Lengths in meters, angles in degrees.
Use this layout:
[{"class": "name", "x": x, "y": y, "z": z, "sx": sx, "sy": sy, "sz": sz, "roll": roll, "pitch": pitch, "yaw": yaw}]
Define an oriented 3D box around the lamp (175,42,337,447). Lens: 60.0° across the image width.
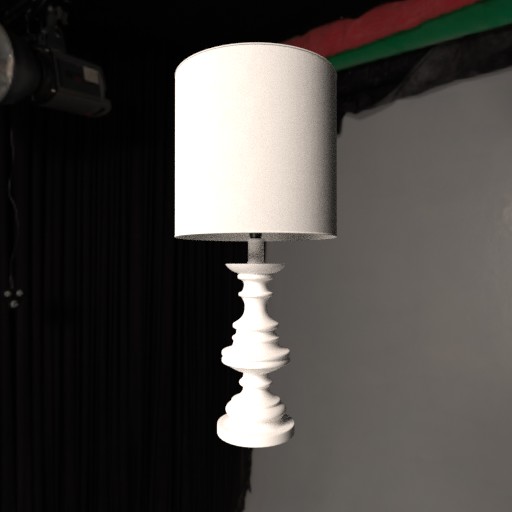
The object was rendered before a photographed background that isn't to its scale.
[{"class": "lamp", "x": 0.000, "y": 0.000, "z": 0.577, "sx": 0.208, "sy": 0.455, "sz": 0.208, "roll": 0, "pitch": -1, "yaw": 37}]
